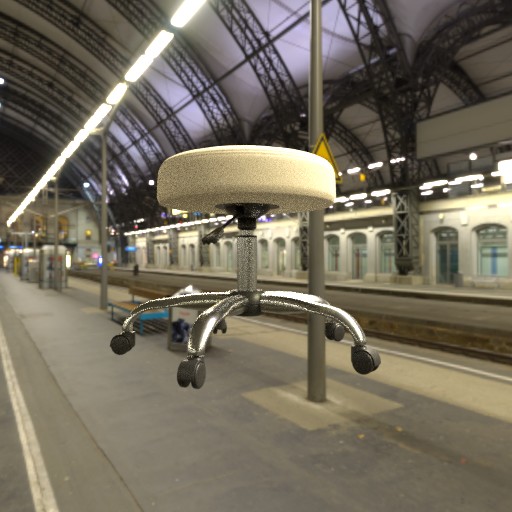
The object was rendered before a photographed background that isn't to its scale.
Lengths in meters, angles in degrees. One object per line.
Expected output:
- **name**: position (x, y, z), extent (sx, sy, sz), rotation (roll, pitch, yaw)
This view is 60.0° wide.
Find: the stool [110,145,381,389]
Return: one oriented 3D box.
- **stool**: position (0.000, 0.000, 1.079), extent (0.614, 0.482, 0.634), rotation (0, 0, 37)
